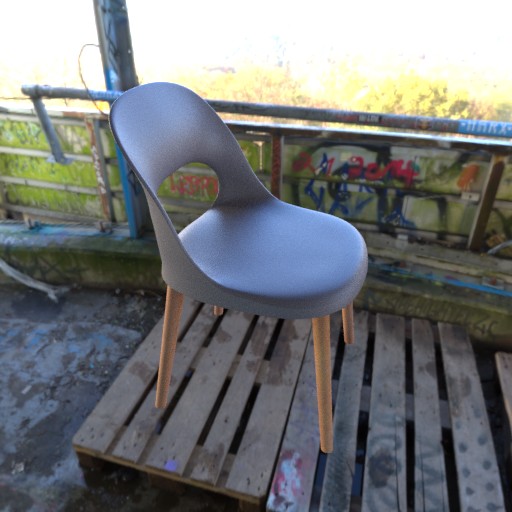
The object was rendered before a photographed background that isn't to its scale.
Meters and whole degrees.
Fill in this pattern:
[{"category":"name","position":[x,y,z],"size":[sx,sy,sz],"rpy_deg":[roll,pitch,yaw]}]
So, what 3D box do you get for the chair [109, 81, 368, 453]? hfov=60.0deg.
[{"category":"chair","position":[0.000,0.000,1.132],"size":[0.556,0.795,0.470],"rpy_deg":[9,32,15]}]
